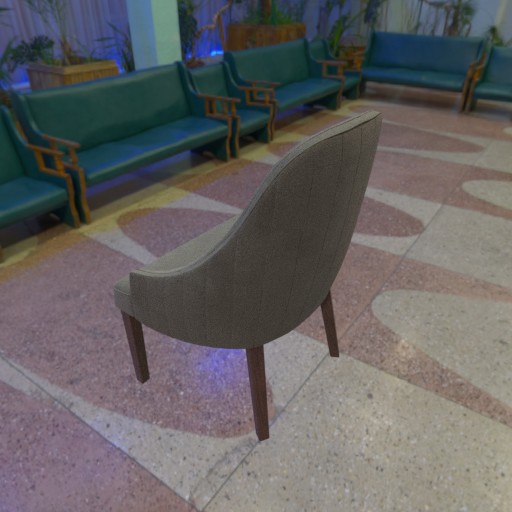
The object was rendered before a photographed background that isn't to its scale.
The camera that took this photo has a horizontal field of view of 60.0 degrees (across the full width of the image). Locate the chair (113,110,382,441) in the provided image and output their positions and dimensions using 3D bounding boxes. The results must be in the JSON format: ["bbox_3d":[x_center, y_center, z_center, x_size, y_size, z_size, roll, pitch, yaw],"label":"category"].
[{"bbox_3d":[0.000,0.000,1.304,0.575,0.889,0.643,23,39,32],"label":"chair"}]
